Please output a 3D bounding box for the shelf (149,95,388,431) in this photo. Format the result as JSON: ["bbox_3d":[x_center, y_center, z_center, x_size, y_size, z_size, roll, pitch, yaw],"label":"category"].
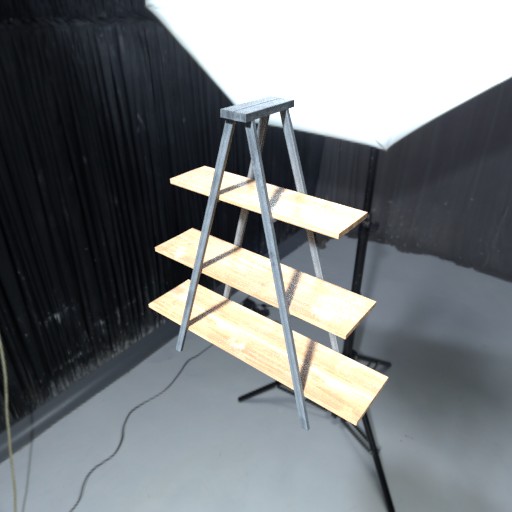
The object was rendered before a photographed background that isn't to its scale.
[{"bbox_3d":[0.000,0.000,2.720,1.746,1.808,0.508,22,37,32],"label":"shelf"}]
